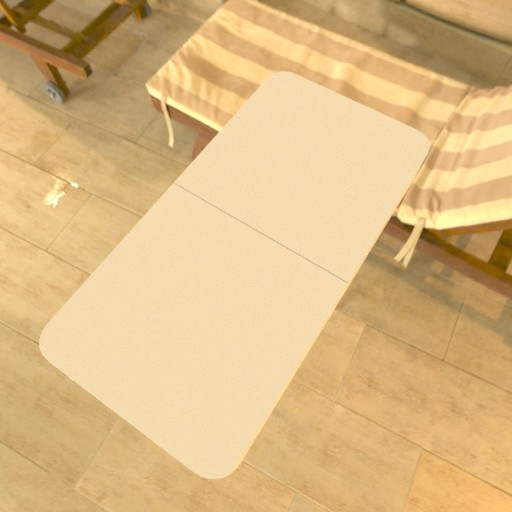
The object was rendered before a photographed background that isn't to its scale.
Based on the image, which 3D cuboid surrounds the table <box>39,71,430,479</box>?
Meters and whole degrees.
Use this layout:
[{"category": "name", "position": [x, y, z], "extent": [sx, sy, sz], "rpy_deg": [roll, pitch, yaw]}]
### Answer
[{"category": "table", "position": [0.000, 0.000, 1.428], "extent": [0.600, 0.340, 1.200], "rpy_deg": [31, 68, 14]}]
